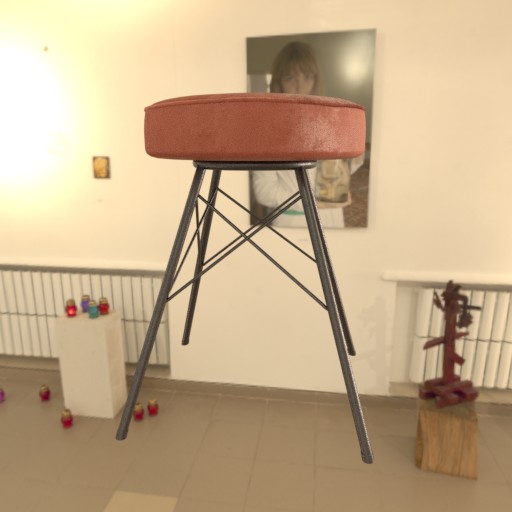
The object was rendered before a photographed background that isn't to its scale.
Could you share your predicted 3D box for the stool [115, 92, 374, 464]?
[{"bbox_3d":[0.000,0.000,0.896,0.457,0.593,0.421,2,14,8],"label":"stool"}]
